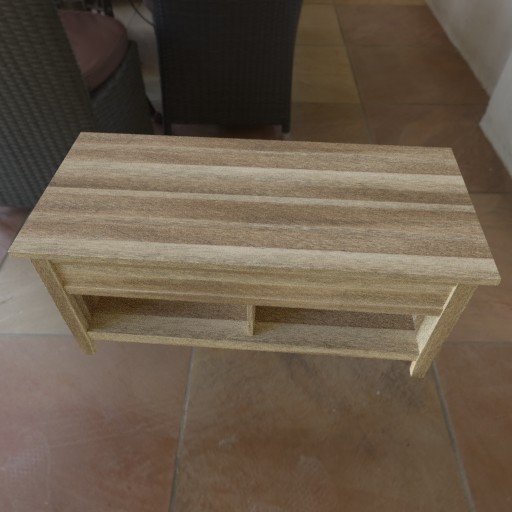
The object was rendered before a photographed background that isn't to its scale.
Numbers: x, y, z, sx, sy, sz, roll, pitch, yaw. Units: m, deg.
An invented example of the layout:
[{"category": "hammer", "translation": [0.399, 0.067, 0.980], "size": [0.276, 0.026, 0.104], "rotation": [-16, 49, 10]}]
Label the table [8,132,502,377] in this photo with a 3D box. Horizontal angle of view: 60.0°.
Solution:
[{"category": "table", "translation": [0.000, 0.000, 1.321], "size": [1.095, 0.480, 0.493], "rotation": [3, 48, 3]}]
